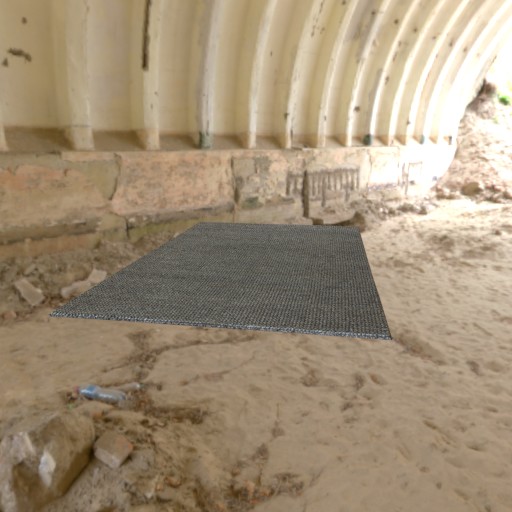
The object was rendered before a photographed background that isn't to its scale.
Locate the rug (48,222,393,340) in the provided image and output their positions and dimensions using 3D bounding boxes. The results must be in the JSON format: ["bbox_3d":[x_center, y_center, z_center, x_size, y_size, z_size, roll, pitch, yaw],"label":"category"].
[{"bbox_3d":[0.000,0.000,3.083,1.538,0.021,2.443,2,15,9],"label":"rug"}]
